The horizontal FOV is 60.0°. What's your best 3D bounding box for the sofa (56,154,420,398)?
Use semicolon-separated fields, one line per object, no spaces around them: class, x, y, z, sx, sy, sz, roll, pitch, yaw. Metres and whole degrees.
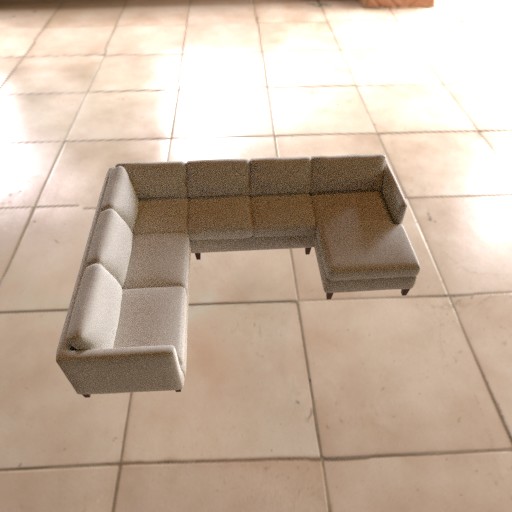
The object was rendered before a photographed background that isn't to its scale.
sofa;0.000;0.000;4.459;3.238;0.853;2.551;-3;47;-3
